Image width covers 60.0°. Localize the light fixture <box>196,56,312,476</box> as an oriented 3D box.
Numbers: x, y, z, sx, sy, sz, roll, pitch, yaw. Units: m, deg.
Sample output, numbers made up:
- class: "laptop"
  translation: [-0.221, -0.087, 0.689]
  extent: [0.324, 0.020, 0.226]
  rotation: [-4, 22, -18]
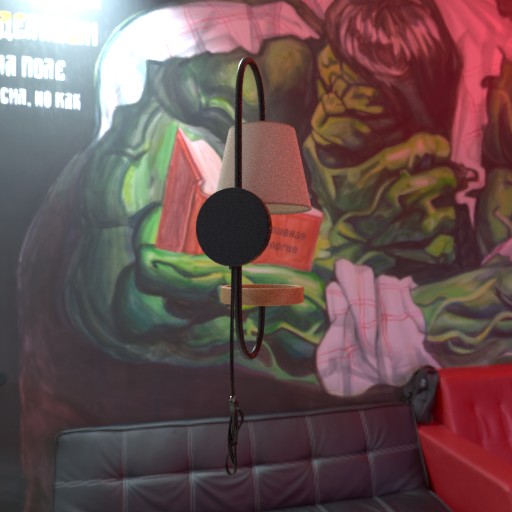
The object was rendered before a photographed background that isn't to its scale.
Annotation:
- class: "light fixture"
  translation: [0.000, 0.000, 0.949]
  extent: [0.220, 0.821, 0.299]
  rotation: [0, 0, 20]
